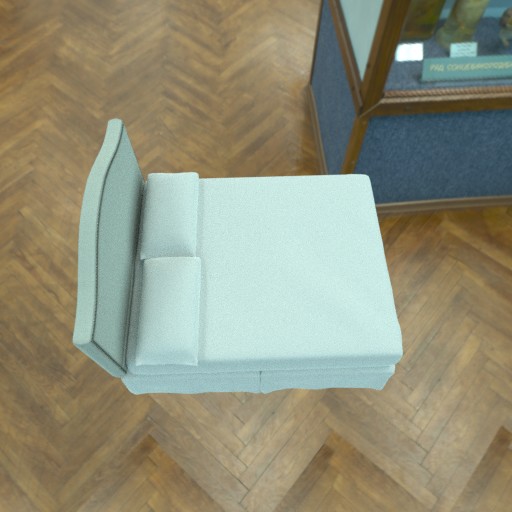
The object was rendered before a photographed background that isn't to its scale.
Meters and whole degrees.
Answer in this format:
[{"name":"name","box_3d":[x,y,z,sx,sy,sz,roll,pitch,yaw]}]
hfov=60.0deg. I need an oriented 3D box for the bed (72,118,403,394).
[{"name":"bed","box_3d":[0.000,0.000,3.455,2.180,1.607,1.813,-2,62,-1]}]
